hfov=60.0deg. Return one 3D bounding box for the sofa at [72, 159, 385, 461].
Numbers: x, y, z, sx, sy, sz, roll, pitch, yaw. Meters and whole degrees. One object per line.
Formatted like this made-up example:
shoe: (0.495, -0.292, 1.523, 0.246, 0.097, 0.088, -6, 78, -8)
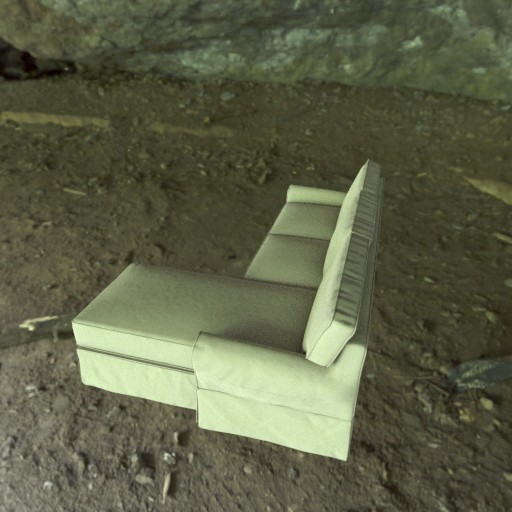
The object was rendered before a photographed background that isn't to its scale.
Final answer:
sofa: (0.000, 0.000, 3.355, 1.733, 0.978, 2.475, 8, 31, 14)
